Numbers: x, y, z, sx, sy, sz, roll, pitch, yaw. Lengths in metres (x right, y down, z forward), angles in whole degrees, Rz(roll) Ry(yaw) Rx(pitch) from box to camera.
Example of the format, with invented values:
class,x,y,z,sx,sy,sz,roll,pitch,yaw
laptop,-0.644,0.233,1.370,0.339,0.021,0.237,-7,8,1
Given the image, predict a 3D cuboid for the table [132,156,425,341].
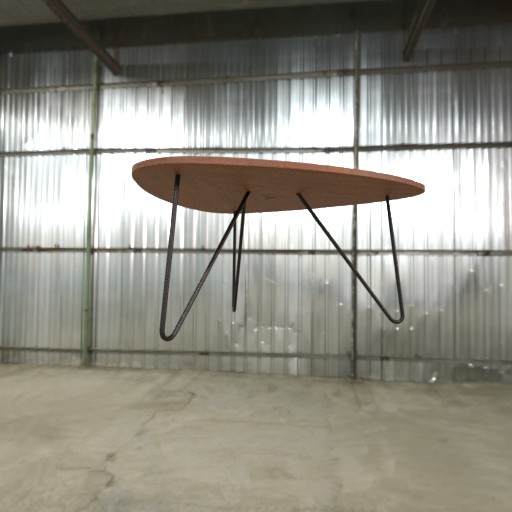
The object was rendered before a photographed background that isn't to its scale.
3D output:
class,x,y,z,sx,sy,sz,roll,pitch,yaw
table,0.000,0.000,1.311,0.833,0.413,0.821,-1,-2,36
